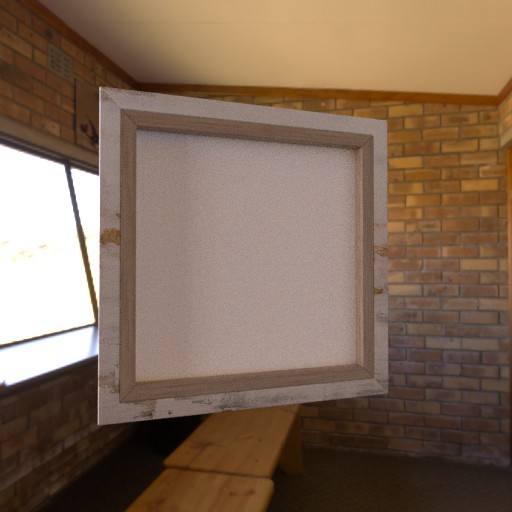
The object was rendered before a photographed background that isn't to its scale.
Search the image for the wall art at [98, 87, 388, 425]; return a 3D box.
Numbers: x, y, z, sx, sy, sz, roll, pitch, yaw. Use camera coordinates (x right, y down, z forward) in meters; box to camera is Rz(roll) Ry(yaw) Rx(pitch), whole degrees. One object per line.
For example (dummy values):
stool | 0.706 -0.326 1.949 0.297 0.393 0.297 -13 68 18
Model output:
wall art | 0.000 0.000 0.915 0.611 0.613 0.040 0 -1 -19
